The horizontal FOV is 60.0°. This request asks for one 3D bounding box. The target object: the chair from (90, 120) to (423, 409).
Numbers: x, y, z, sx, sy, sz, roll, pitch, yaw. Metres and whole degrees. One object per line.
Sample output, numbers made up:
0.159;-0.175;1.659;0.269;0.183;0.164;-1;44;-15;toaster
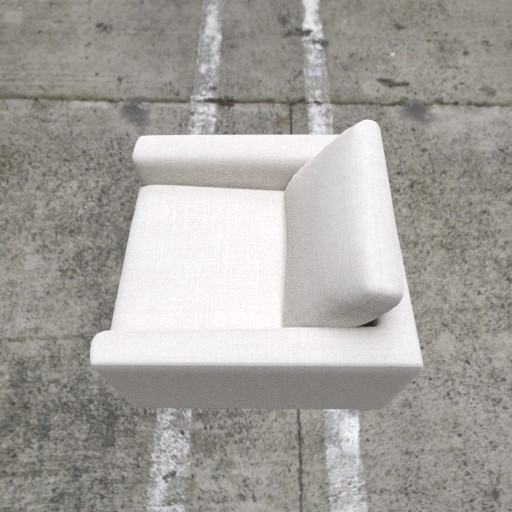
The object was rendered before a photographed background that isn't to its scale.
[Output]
0.000;0.000;1.848;1.100;0.876;1.070;0;58;0;chair
